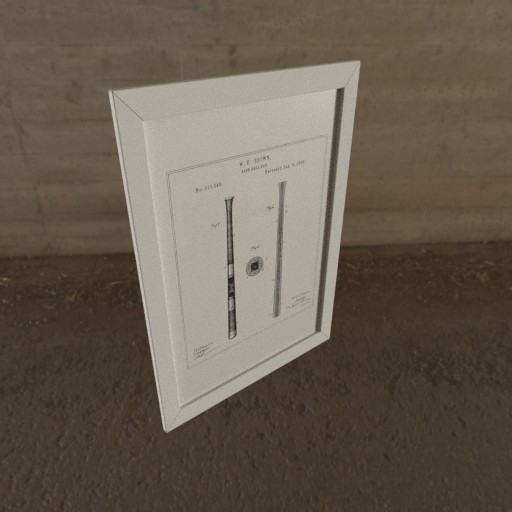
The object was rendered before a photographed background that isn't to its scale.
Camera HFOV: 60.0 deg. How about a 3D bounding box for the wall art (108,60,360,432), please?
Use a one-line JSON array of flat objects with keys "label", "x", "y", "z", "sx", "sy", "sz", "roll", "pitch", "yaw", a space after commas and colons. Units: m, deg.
[{"label": "wall art", "x": 0.000, "y": 0.000, "z": 0.684, "sx": 0.374, "sy": 0.529, "sz": 0.012, "roll": -22, "pitch": 37, "yaw": -32}]
